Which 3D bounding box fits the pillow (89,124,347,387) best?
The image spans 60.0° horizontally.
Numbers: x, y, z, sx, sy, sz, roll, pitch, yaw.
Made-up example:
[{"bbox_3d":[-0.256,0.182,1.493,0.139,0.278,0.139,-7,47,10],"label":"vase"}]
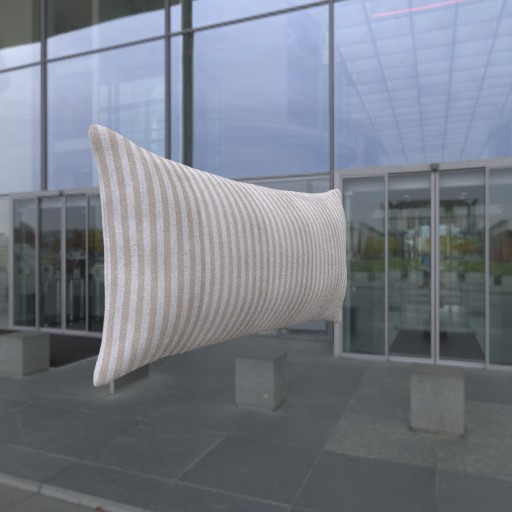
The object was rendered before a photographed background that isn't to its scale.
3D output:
[{"bbox_3d":[0.000,0.000,0.738,0.151,0.295,0.617,0,0,37],"label":"pillow"}]
